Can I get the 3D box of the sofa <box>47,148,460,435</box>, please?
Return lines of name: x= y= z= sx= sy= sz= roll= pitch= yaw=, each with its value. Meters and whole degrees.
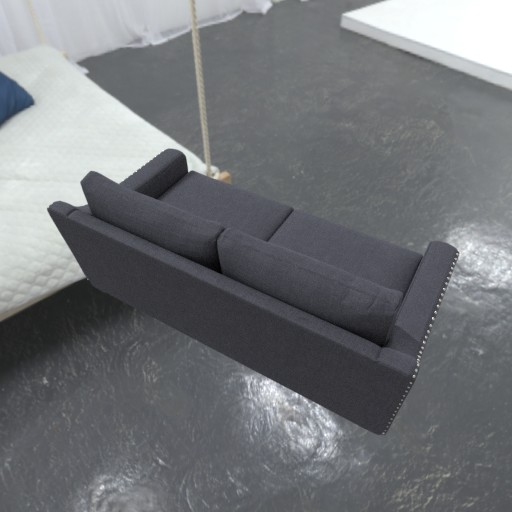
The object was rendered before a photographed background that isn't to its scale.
sofa: x=0.000 y=0.000 z=3.250 sx=2.550 sy=1.196 sz=1.336 roll=23 pitch=50 yaw=21
